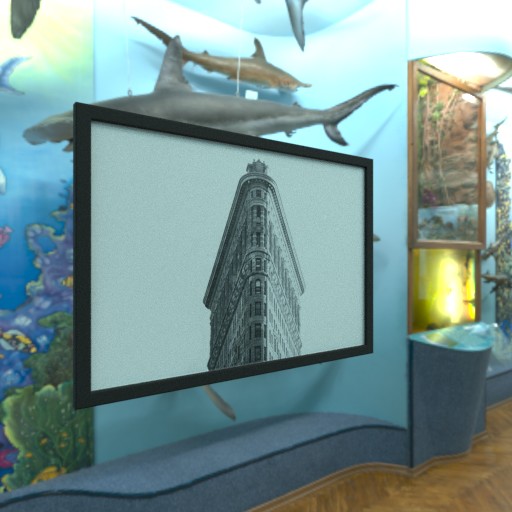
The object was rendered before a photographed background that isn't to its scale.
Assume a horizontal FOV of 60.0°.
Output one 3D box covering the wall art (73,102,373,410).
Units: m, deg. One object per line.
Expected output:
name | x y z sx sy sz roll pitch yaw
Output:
wall art | 0.000 0.000 1.230 0.958 0.656 0.026 0 0 -35
